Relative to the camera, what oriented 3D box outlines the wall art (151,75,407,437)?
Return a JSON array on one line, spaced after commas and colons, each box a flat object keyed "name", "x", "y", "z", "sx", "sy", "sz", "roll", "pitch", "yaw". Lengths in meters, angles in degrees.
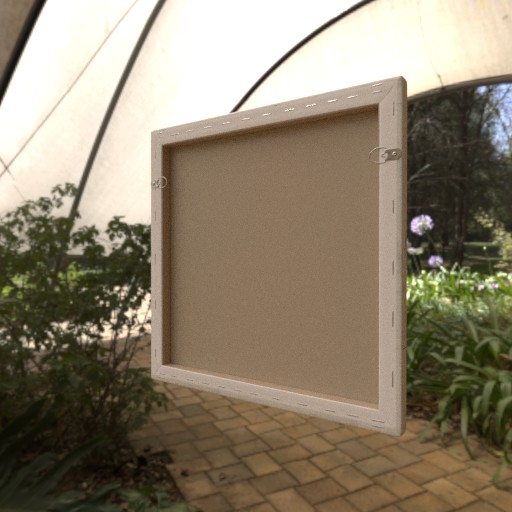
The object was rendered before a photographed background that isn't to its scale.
[{"name": "wall art", "x": 0.000, "y": 0.000, "z": 1.154, "sx": 0.762, "sy": 0.762, "sz": 0.038, "roll": 0, "pitch": 1, "yaw": 34}]
